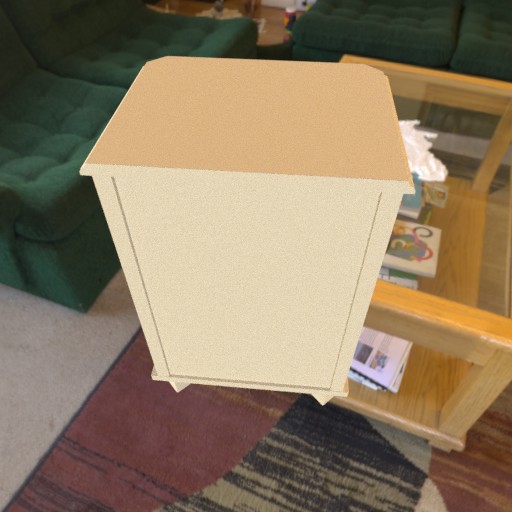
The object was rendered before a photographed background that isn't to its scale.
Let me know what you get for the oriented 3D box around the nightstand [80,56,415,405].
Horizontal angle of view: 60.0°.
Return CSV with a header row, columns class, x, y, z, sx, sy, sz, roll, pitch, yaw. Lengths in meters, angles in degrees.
class,x,y,z,sx,sy,sz,roll,pitch,yaw
nightstand,0.000,0.000,0.927,0.435,0.681,0.351,4,47,4
